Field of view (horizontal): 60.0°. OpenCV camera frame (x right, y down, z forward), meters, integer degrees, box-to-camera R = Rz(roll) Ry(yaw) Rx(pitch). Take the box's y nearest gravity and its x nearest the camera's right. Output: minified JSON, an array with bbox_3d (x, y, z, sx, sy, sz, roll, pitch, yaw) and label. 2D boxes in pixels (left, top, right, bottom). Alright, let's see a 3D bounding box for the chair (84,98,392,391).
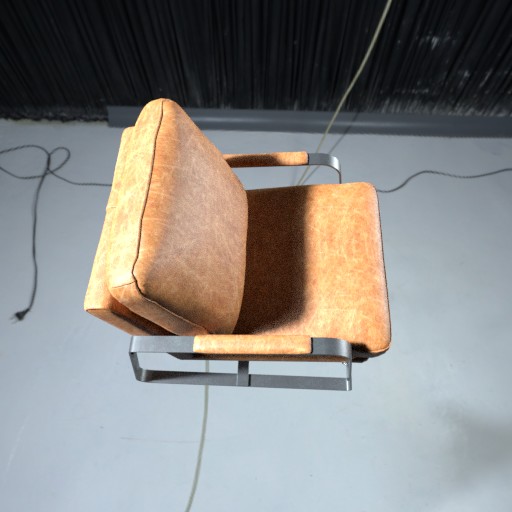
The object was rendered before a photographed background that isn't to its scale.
[{"bbox_3d":[0.000,0.000,1.363,0.801,0.777,0.651,2,63,1],"label":"chair"}]
